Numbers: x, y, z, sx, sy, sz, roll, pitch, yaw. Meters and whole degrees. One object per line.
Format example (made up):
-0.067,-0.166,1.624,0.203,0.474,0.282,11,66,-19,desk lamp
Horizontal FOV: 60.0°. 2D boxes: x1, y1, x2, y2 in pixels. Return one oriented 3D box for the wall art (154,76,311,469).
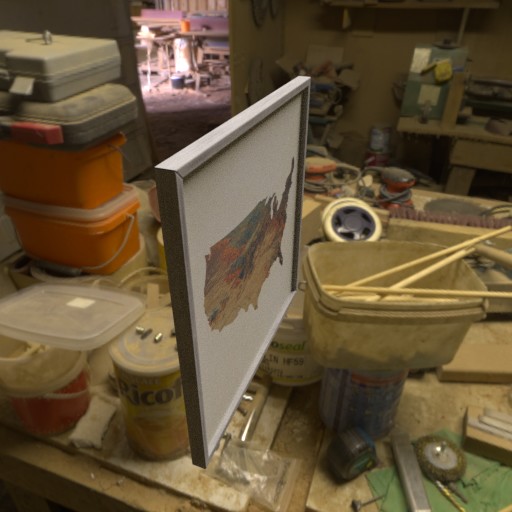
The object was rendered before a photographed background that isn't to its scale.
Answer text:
0.000,0.000,0.465,0.015,0.303,0.303,12,34,18,wall art
